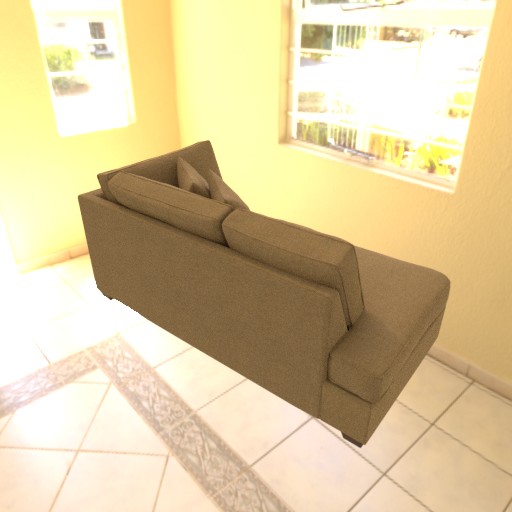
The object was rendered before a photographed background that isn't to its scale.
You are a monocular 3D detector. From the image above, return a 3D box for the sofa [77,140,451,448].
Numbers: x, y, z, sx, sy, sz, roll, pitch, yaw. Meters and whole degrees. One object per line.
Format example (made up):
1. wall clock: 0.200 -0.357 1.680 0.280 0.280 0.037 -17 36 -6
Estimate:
1. sofa: 0.000 0.000 2.885 2.238 1.019 1.110 21 35 33
